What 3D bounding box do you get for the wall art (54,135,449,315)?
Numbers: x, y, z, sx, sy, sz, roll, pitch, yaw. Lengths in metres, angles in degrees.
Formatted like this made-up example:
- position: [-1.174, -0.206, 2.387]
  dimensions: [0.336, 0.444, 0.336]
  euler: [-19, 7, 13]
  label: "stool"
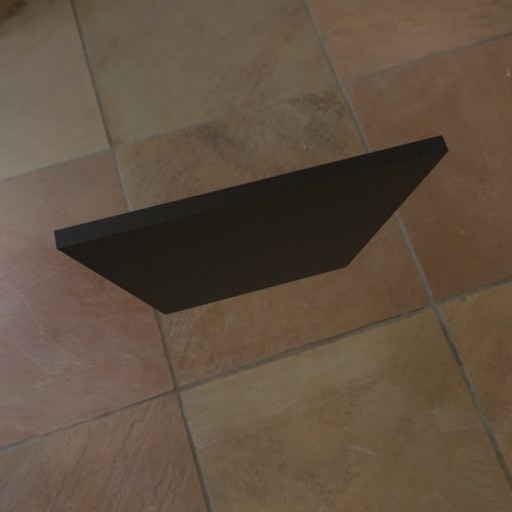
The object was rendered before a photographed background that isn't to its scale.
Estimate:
- position: [0.000, 0.000, 1.399]
  dimensions: [0.806, 1.062, 0.038]
  euler: [-14, 76, -4]
  label: "wall art"
